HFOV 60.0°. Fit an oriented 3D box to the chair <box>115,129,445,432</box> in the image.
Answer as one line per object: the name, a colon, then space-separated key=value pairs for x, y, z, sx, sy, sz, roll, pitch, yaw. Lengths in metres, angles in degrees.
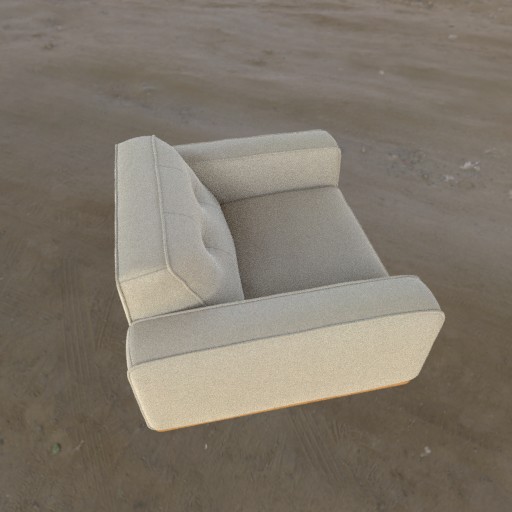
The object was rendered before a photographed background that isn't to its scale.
chair: x=0.000 y=0.000 z=1.736 sx=0.953 sy=0.779 sz=1.115 roll=-9 pitch=47 yaw=-9
